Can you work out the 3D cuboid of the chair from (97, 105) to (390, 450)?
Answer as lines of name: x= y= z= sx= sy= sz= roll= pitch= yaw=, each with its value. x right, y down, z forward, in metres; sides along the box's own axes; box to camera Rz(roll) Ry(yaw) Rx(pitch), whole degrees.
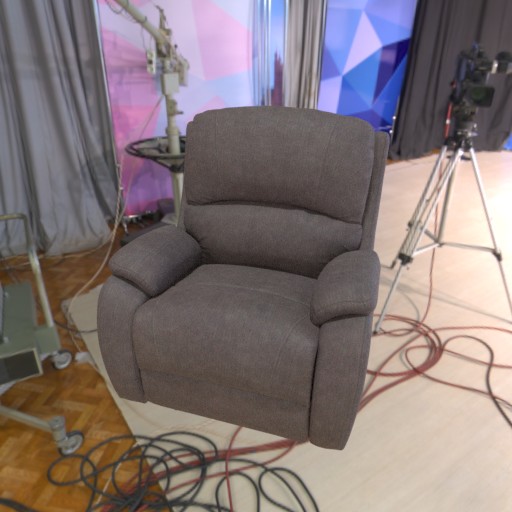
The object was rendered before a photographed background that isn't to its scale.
chair: x=0.000 y=0.000 z=1.704 sx=0.930 sy=1.011 sz=0.899 roll=8 pitch=29 yaw=15
